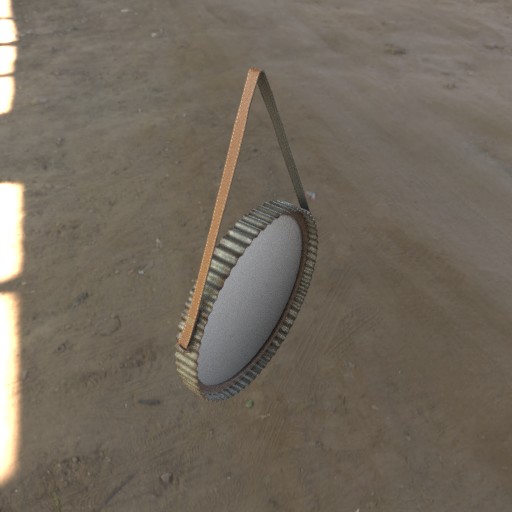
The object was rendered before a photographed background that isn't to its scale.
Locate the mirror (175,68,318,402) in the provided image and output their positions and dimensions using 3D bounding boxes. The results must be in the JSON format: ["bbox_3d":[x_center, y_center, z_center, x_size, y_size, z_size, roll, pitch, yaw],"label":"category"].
[{"bbox_3d":[0.000,0.000,0.691,0.042,0.568,0.355,25,47,26],"label":"mirror"}]
